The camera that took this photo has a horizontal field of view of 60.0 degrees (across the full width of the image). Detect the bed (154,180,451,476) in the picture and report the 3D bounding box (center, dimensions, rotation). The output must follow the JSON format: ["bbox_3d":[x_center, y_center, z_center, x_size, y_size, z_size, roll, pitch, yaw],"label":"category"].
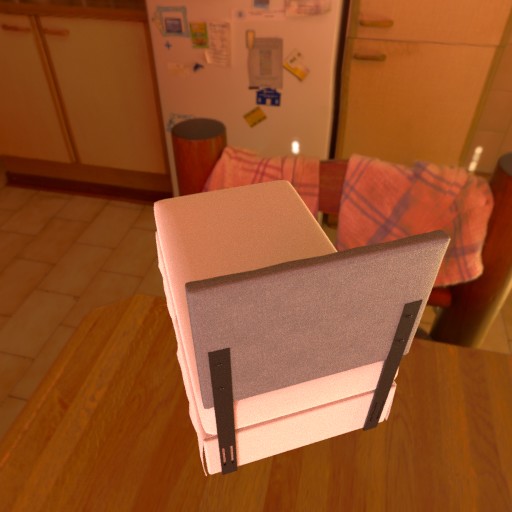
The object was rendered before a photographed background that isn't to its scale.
[{"bbox_3d":[0.000,0.000,2.962,1.261,1.571,1.997,-11,43,-13],"label":"bed"}]
